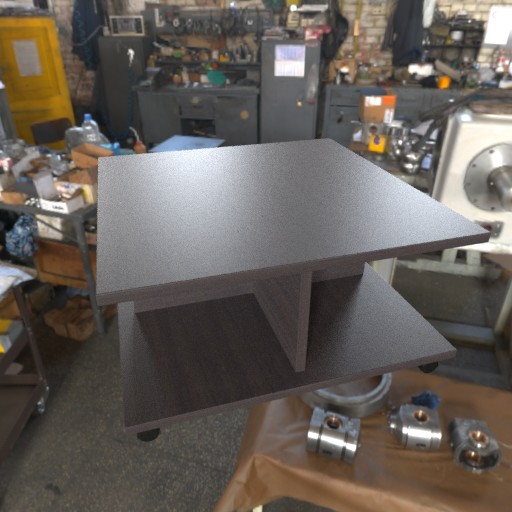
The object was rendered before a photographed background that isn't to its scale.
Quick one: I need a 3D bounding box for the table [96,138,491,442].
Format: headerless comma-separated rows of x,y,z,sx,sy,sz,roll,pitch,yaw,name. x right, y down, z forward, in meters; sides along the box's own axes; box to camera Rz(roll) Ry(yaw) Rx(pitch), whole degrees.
0.000,0.000,1.212,0.762,0.396,0.762,-9,31,-15,table
